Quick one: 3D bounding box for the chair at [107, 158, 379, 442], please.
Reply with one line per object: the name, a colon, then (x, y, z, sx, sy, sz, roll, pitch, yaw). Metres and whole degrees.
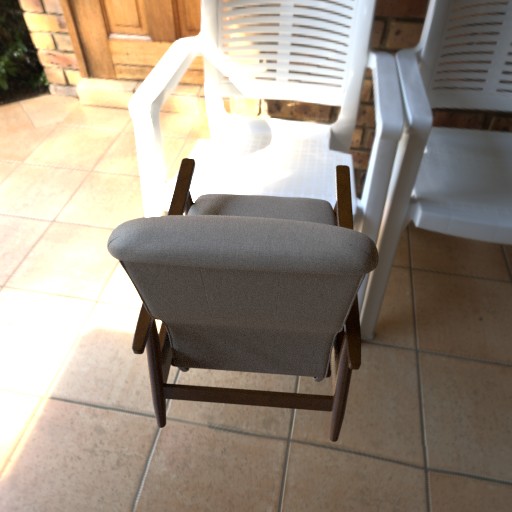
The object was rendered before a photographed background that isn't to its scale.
chair: (0.000, 0.000, 1.727, 0.762, 1.082, 1.030, 3, 46, 3)
